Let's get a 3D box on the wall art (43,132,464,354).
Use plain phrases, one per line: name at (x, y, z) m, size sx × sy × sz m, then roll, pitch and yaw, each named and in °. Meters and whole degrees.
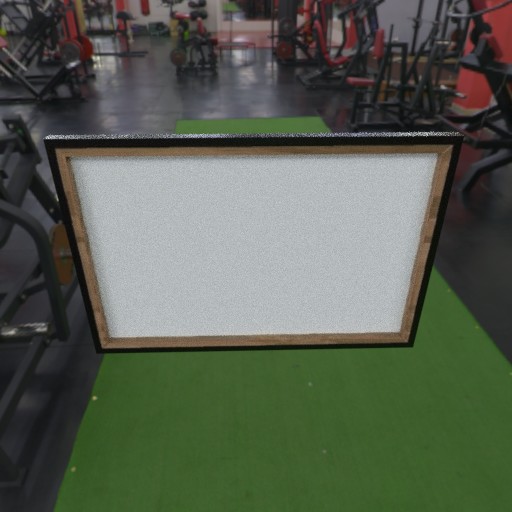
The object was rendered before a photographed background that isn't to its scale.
wall art at (0.000, 0.000, 0.817) m, size 0.659 × 0.446 × 0.022 m, roll -1°, pitch 31°, yaw -1°
